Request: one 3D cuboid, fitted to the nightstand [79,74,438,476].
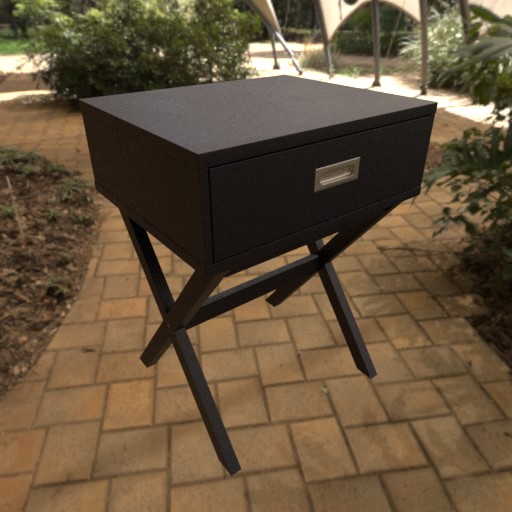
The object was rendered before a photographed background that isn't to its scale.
[{"bbox_3d":[0.000,0.000,0.924,0.479,0.623,0.402,-21,36,-32],"label":"nightstand"}]
